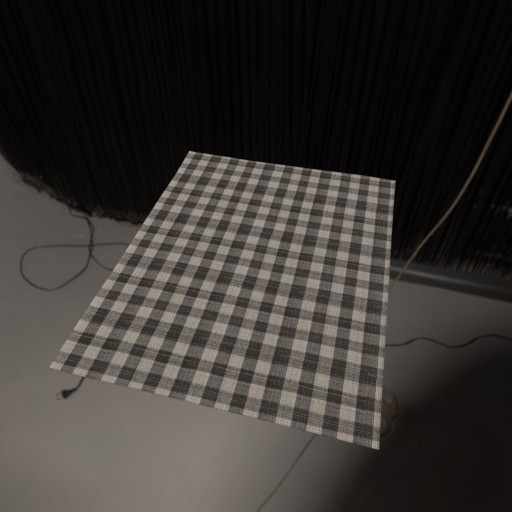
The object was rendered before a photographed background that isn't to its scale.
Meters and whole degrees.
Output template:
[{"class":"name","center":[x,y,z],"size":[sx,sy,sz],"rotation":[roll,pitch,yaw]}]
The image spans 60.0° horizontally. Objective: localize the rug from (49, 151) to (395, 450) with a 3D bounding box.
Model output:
[{"class":"rug","center":[0.000,0.000,4.126],"size":[2.432,0.013,3.021],"rotation":[10,47,10]}]
